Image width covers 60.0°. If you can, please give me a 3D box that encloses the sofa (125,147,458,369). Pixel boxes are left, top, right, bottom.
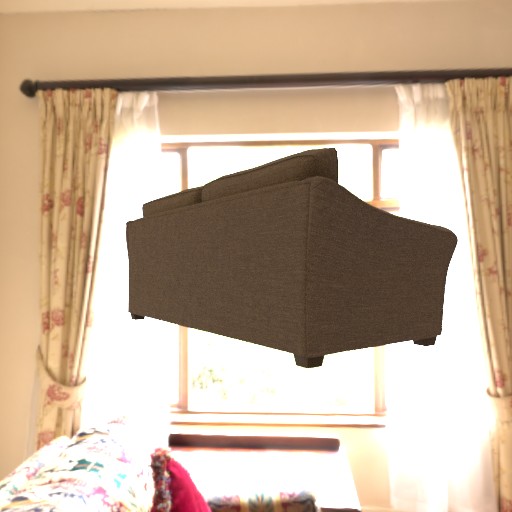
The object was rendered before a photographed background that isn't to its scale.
[{"bbox_3d":[0.000,0.000,2.861,0.971,0.950,2.270,1,-2,-35],"label":"sofa"}]
